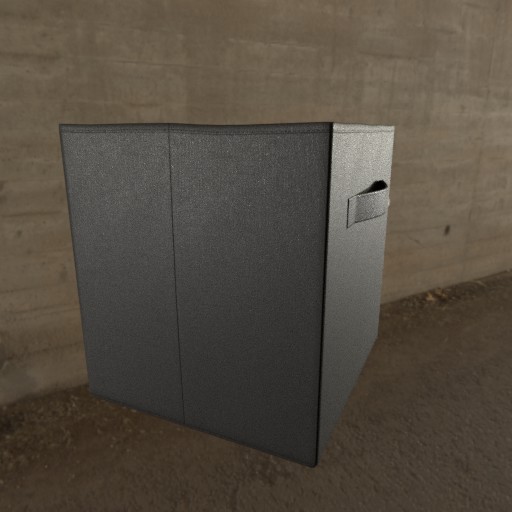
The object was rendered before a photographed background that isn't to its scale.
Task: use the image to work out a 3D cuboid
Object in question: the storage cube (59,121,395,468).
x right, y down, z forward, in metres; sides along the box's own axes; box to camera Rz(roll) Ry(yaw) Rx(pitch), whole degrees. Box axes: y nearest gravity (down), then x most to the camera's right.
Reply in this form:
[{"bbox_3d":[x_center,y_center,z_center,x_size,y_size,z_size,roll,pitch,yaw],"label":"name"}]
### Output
[{"bbox_3d":[0.000,0.000,0.492,0.270,0.280,0.270,7,17,24],"label":"storage cube"}]
